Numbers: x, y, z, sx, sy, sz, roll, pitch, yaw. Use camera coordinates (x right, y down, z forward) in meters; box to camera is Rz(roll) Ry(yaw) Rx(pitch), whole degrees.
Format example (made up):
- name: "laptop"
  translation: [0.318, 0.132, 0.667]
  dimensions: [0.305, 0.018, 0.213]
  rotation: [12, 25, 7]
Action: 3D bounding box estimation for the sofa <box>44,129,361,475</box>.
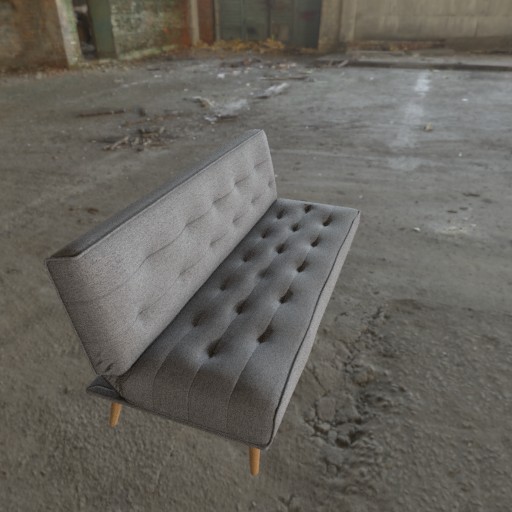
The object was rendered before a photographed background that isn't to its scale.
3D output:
- name: "sofa"
  translation: [0.000, 0.000, 2.244]
  dimensions: [0.810, 0.830, 1.820]
  rotation: [10, 31, 18]
